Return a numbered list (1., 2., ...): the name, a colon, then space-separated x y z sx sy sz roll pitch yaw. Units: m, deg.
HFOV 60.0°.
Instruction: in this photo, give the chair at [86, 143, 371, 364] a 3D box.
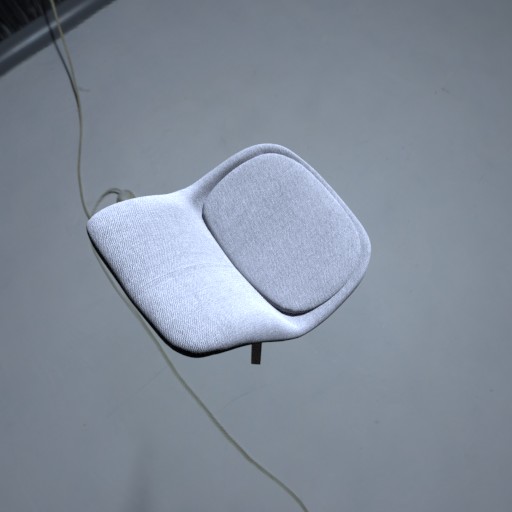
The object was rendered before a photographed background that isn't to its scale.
1. chair: 0.000 0.000 1.181 0.550 0.850 0.485 -38 80 -8
